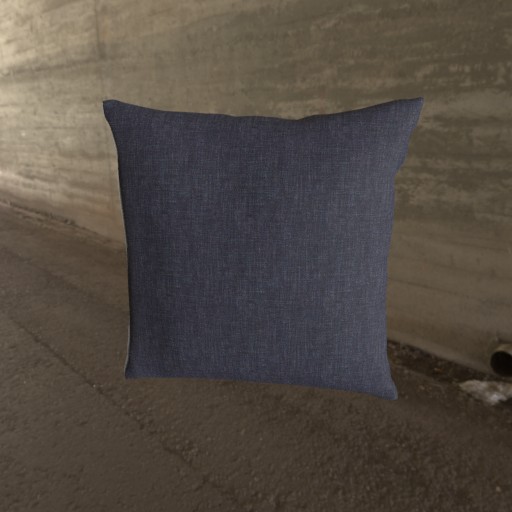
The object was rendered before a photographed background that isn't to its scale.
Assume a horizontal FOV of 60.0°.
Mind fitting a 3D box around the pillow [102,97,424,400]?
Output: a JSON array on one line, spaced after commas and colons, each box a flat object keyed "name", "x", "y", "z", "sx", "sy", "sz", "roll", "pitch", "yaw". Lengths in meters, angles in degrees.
[{"name": "pillow", "x": 0.000, "y": 0.000, "z": 0.758, "sx": 0.510, "sy": 0.510, "sz": 0.145, "roll": 2, "pitch": 16, "yaw": 7}]
